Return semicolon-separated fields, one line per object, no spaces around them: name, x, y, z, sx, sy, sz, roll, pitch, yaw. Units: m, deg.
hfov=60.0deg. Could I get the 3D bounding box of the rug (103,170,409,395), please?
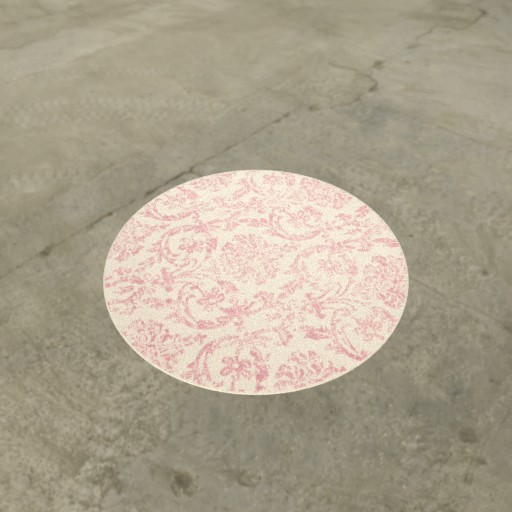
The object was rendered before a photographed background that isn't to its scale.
rug;0.000;0.000;2.376;1.593;0.012;1.593;0;46;0
